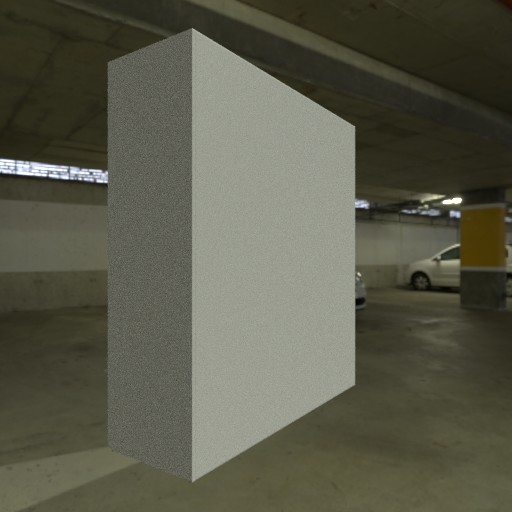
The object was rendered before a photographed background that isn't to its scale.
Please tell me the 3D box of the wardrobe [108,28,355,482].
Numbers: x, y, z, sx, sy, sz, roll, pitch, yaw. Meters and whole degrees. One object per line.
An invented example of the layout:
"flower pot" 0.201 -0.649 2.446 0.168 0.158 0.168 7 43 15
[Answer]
"wardrobe" 0.000 0.000 2.886 0.600 2.020 1.830 0 0 35
